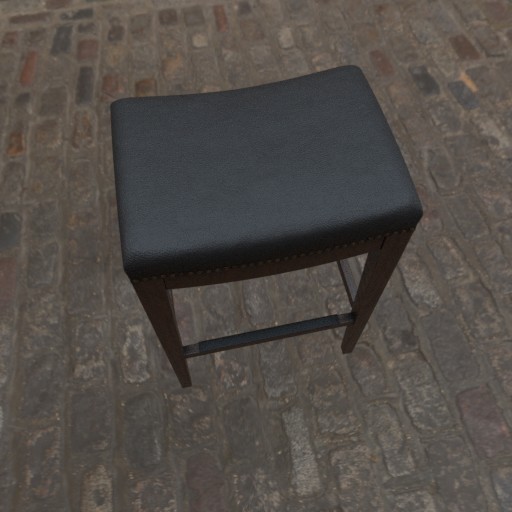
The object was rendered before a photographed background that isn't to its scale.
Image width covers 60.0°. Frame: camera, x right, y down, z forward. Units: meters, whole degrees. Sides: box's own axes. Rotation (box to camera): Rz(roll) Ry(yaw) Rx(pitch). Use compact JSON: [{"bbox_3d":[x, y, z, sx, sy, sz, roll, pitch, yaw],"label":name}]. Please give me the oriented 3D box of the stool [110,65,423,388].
[{"bbox_3d":[0.000,0.000,1.021,0.500,0.765,0.361,-11,63,-5],"label":"stool"}]
